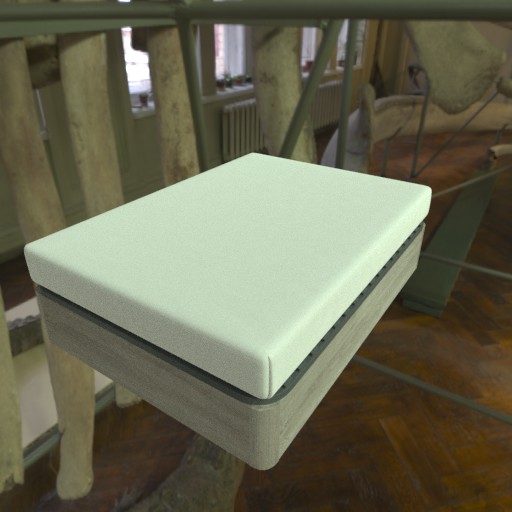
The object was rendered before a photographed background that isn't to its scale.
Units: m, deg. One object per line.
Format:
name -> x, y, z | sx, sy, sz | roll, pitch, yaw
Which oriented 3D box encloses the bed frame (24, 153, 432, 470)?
bed frame -> 0.000, 0.000, 2.534 | 1.400, 0.561, 1.900 | 18, 34, 30
